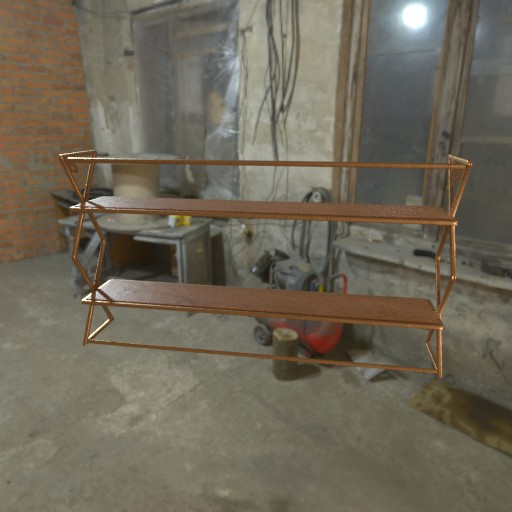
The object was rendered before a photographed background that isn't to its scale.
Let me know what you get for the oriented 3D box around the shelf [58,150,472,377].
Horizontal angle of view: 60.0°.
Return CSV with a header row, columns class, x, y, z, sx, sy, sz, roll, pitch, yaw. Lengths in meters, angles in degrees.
class,x,y,z,sx,sy,sz,roll,pitch,yaw
shelf,0.000,0.000,1.006,0.822,0.450,0.150,3,17,9
